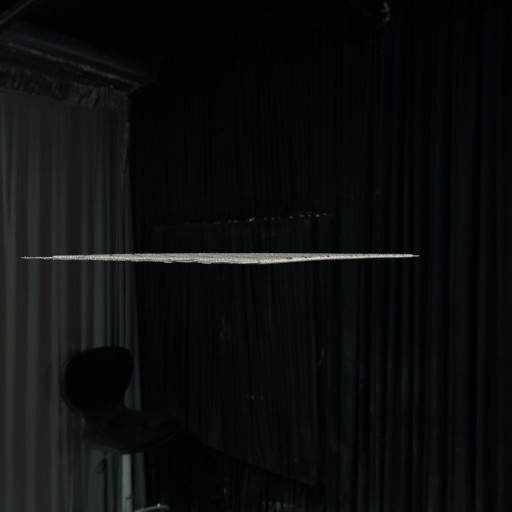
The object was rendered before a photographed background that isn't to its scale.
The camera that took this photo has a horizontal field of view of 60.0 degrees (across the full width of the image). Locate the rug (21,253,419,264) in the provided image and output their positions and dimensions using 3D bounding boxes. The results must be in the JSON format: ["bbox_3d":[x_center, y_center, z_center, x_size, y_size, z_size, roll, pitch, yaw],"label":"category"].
[{"bbox_3d":[0.000,0.000,3.273,1.664,0.029,2.615,1,1,36],"label":"rug"}]
